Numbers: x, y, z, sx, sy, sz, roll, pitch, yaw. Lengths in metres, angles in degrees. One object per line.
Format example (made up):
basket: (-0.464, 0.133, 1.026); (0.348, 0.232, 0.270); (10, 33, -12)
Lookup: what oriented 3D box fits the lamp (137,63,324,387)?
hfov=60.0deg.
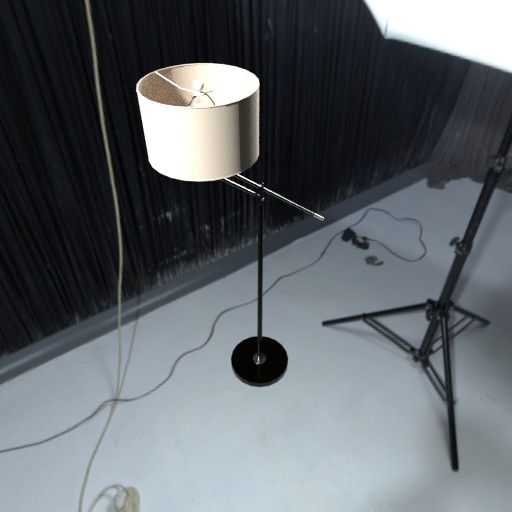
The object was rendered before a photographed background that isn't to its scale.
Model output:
lamp: (0.000, 0.000, 1.986); (0.809, 1.635, 0.373); (-25, 47, -26)
